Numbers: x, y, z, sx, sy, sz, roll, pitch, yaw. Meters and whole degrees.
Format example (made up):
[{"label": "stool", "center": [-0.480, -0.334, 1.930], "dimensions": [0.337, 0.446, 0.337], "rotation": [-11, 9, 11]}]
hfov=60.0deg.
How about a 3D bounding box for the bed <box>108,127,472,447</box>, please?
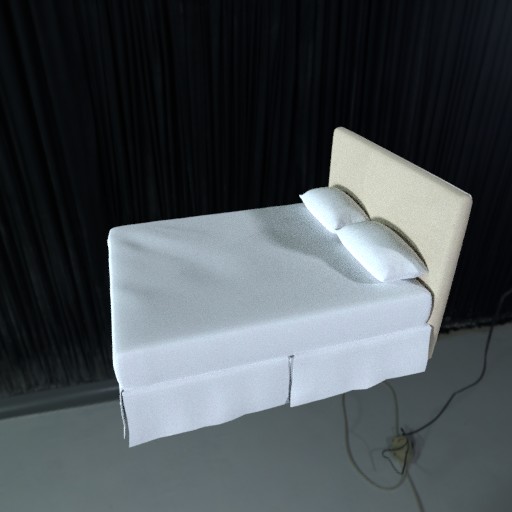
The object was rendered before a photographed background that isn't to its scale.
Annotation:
[{"label": "bed", "center": [0.000, 0.000, 3.219], "dimensions": [2.142, 1.330, 1.723], "rotation": [-9, 31, -15]}]
